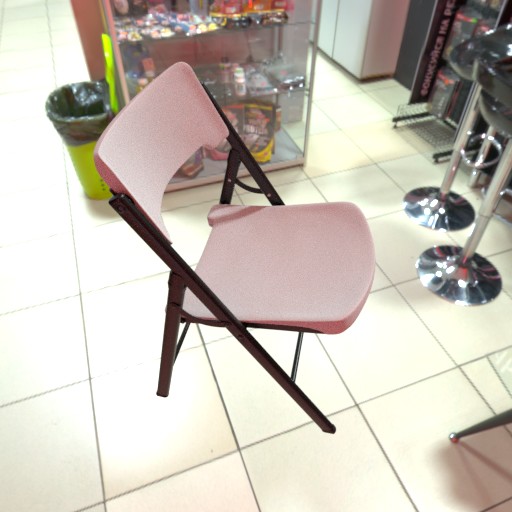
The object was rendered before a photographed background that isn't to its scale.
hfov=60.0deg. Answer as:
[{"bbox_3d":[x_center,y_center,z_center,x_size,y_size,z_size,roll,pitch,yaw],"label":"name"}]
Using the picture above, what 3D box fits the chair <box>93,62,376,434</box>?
[{"bbox_3d":[0.000,0.000,1.109,0.577,0.765,0.482,9,46,9],"label":"chair"}]
